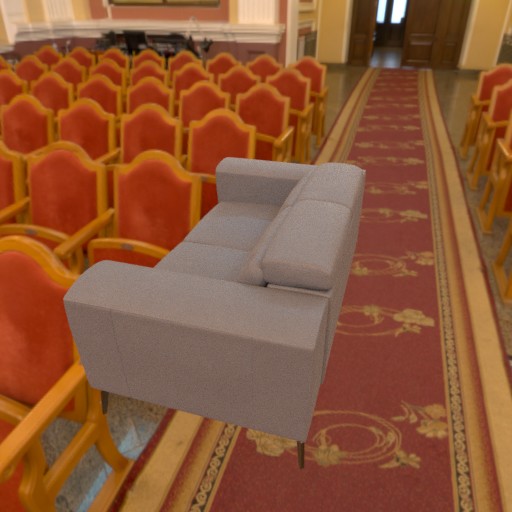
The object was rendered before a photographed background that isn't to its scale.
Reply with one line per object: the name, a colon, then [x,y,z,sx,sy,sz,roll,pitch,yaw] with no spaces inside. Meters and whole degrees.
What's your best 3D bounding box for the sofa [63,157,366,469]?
sofa: [0.000,0.000,2.450,1.003,0.779,1.895,9,31,15]
